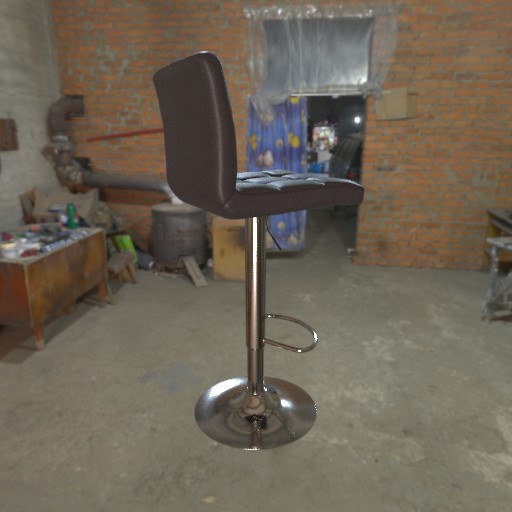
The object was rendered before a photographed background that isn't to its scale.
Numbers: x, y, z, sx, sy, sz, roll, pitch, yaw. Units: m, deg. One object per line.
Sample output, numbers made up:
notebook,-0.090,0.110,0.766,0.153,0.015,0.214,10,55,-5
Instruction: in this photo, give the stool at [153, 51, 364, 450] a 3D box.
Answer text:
stool,0.000,0.000,1.405,0.505,1.115,0.430,-8,17,-27
